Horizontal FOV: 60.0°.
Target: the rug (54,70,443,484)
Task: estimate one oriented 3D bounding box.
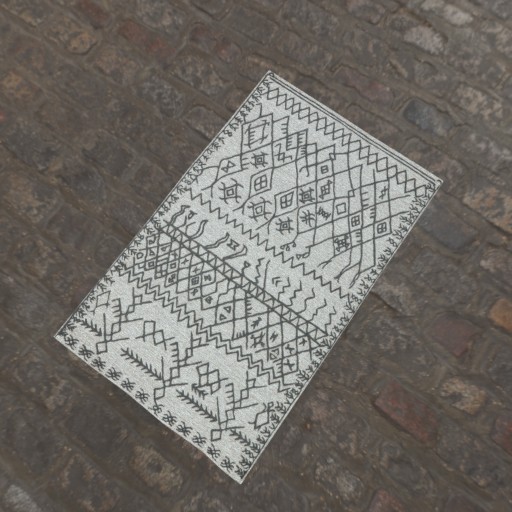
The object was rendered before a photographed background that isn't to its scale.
[{"bbox_3d":[0.000,0.000,4.749,2.393,0.019,3.824,35,80,7],"label":"rug"}]
